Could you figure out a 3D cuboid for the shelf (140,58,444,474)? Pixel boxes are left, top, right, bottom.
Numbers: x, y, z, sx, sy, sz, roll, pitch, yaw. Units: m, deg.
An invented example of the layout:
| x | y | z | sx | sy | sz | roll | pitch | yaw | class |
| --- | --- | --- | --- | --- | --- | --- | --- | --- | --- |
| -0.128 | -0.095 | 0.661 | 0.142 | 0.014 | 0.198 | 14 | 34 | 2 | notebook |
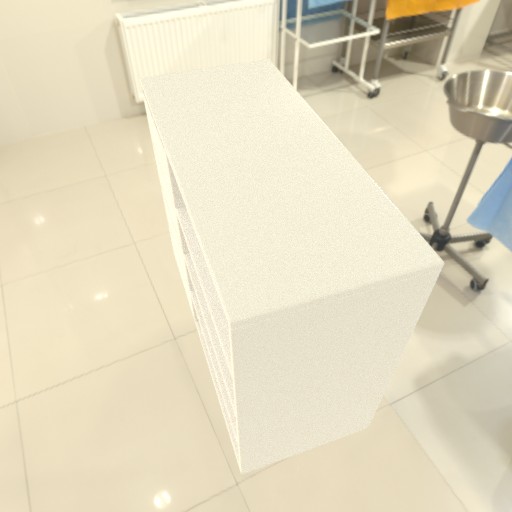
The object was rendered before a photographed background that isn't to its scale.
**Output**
| x | y | z | sx | sy | sz | roll | pitch | yaw | class |
| --- | --- | --- | --- | --- | --- | --- | --- | --- | --- |
| 0.000 | 0.000 | 1.293 | 0.396 | 0.732 | 0.895 | -14 | 49 | -13 | shelf |
